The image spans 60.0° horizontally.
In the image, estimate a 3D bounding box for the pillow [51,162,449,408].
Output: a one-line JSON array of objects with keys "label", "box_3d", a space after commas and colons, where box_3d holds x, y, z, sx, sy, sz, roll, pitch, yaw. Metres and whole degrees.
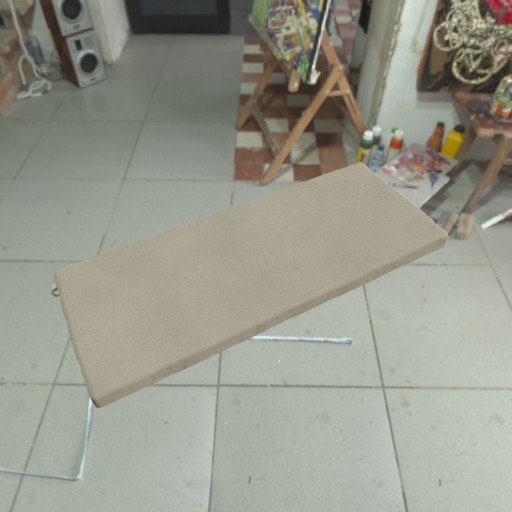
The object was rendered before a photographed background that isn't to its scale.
[{"label": "pillow", "box_3d": [0.000, 0.000, 1.382, 1.187, 0.081, 0.492, -22, 51, -19]}]
